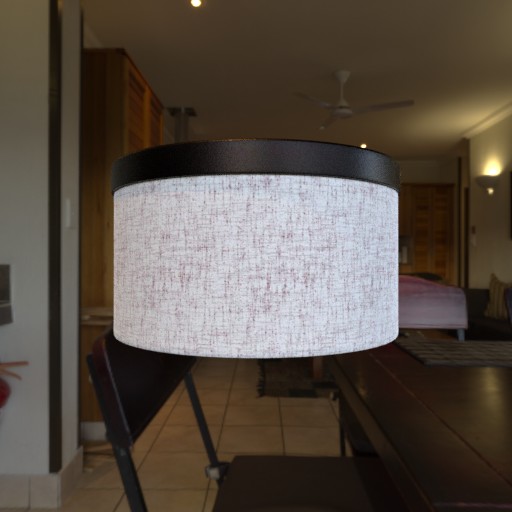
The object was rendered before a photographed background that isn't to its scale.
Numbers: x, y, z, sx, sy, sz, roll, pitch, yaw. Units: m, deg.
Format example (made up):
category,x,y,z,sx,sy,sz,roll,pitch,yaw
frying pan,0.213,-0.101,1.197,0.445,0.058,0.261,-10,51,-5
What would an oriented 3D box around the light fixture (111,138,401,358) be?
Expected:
category,x,y,z,sx,sy,sz,roll,pitch,yaw
light fixture,0.000,0.000,0.625,0.389,0.229,0.389,0,0,0
